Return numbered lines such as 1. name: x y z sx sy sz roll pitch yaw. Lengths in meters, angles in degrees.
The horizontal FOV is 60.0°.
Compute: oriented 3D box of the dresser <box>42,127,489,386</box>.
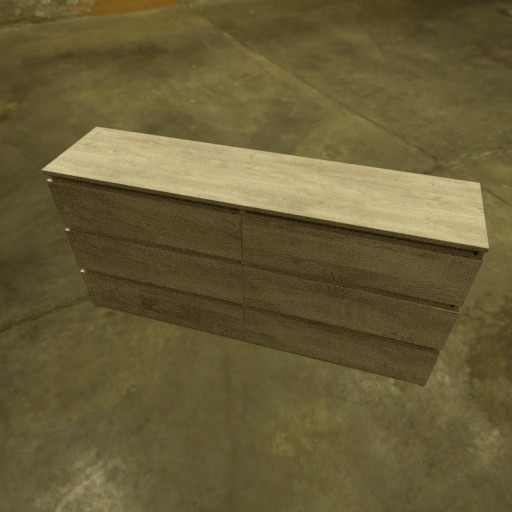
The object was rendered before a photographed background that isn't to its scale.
1. dresser: 0.000 0.000 1.911 1.590 0.795 0.390 11 43 12
